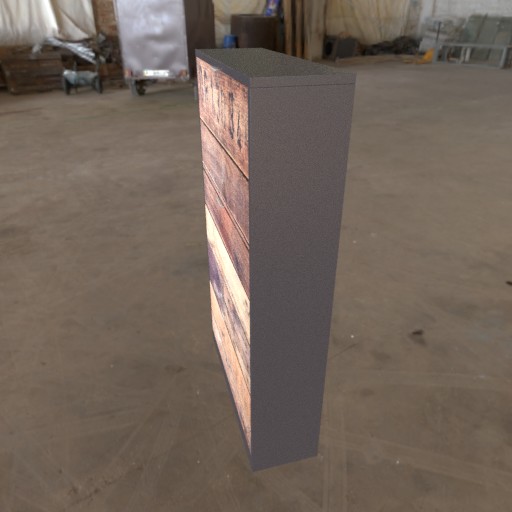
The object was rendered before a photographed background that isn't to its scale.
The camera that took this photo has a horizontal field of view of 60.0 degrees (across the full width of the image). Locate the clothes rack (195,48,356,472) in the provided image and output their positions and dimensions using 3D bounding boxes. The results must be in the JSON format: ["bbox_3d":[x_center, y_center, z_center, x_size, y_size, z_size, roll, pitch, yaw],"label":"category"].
[{"bbox_3d":[0.000,0.000,1.567,0.250,1.280,0.750,-8,30,-13],"label":"clothes rack"}]
